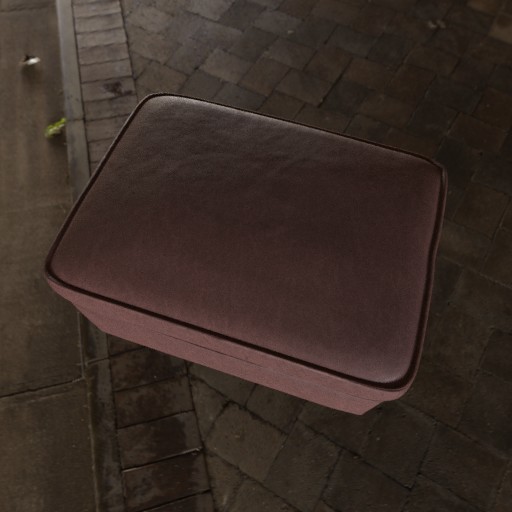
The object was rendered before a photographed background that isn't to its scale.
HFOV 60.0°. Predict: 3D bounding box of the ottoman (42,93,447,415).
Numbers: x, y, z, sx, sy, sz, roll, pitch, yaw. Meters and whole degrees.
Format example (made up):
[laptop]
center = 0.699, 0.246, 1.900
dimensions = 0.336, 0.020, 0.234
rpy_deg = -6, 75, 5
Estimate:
[ottoman]
center = 0.000, 0.000, 1.079
dimensions = 0.749, 0.449, 0.548
rpy_deg = 16, 64, 8
